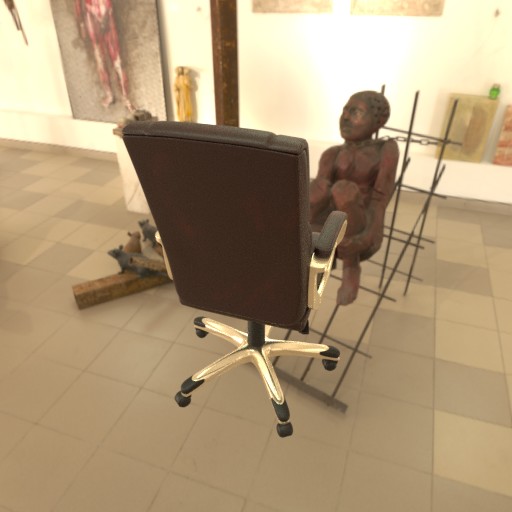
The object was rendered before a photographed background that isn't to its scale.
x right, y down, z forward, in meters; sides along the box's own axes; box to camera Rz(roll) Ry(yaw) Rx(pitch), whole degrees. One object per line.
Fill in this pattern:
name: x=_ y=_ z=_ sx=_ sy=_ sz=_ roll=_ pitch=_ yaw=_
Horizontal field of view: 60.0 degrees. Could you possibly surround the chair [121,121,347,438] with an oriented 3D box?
chair: x=0.000 y=0.000 z=1.581 sx=0.662 sy=1.107 sz=0.739 roll=10 pitch=34 yaw=16
